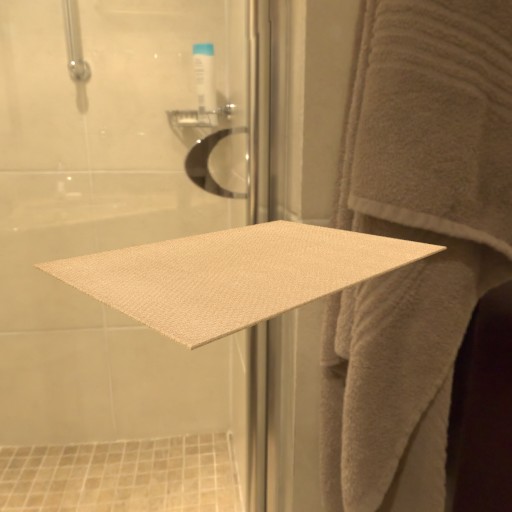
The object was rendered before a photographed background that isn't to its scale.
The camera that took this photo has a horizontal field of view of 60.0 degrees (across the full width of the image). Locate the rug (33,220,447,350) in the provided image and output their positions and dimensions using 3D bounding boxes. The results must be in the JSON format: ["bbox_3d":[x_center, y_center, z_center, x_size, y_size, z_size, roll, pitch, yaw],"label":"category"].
[{"bbox_3d":[0.000,0.000,2.786,2.144,0.013,1.509,-14,20,-43],"label":"rug"}]
